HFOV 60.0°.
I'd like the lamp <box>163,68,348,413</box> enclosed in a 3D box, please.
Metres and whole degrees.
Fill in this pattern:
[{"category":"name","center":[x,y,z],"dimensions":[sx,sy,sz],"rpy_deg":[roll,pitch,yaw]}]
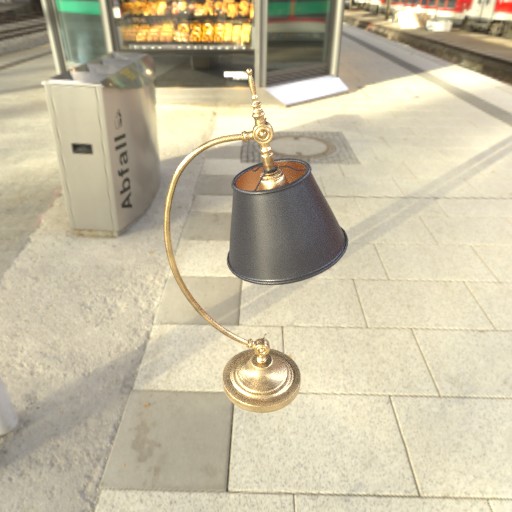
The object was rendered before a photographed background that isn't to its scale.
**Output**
[{"category":"lamp","center":[0.000,0.000,0.857],"dimensions":[0.344,0.675,0.235],"rpy_deg":[-1,31,-1]}]
